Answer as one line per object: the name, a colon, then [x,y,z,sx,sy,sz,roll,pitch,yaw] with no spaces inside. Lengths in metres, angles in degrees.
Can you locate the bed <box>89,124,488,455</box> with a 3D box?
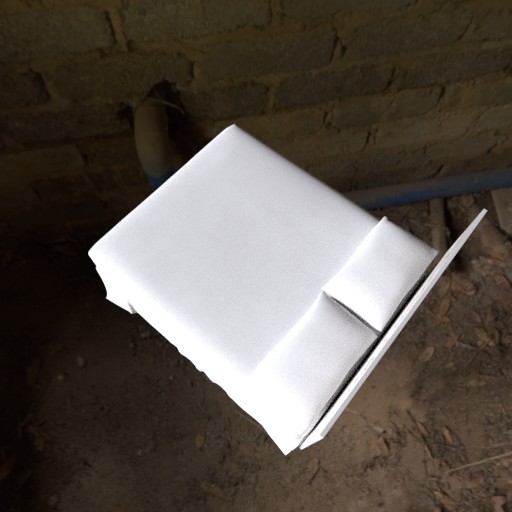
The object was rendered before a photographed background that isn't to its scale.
bed: [0.000,0.000,3.183,2.094,1.335,1.745,37,69,17]
